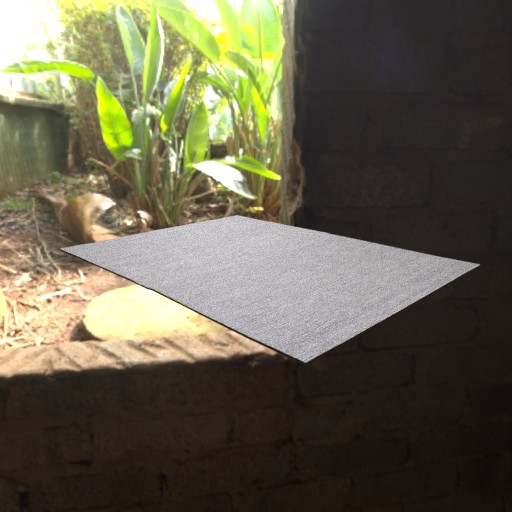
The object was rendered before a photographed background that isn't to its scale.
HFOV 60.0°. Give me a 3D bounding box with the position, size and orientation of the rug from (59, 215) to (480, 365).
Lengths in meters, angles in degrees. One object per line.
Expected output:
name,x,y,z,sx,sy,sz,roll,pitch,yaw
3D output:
rug,0.000,0.000,4.186,2.434,0.045,3.202,-15,22,-42
